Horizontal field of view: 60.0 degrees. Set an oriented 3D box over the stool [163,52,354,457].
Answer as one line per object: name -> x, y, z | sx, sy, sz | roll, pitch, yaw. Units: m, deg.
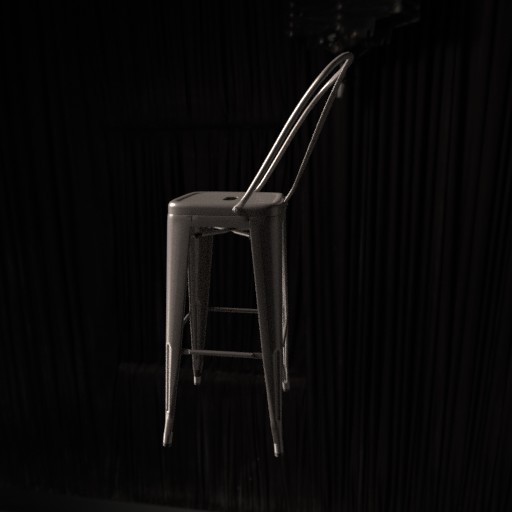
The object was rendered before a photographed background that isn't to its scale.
stool -> 0.000, 0.000, 1.330 | 0.513, 1.096, 0.399 | 2, 14, 7
